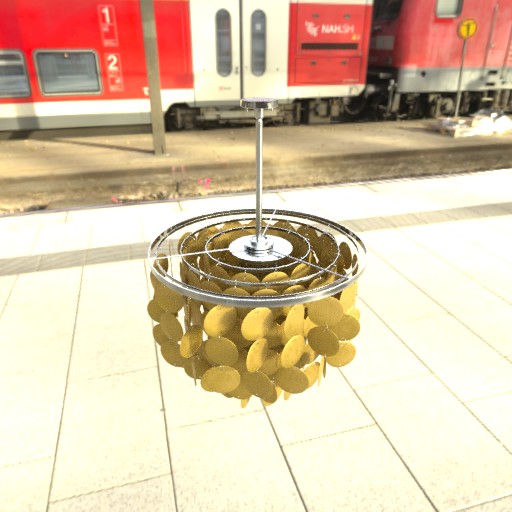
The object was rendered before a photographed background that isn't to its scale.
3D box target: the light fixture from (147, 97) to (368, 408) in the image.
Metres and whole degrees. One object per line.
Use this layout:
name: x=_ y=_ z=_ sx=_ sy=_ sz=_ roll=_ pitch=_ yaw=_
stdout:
light fixture: x=0.000 y=0.000 z=0.735 sx=0.368 sy=0.492 sz=0.368 roll=0 pitch=26 yaw=0
